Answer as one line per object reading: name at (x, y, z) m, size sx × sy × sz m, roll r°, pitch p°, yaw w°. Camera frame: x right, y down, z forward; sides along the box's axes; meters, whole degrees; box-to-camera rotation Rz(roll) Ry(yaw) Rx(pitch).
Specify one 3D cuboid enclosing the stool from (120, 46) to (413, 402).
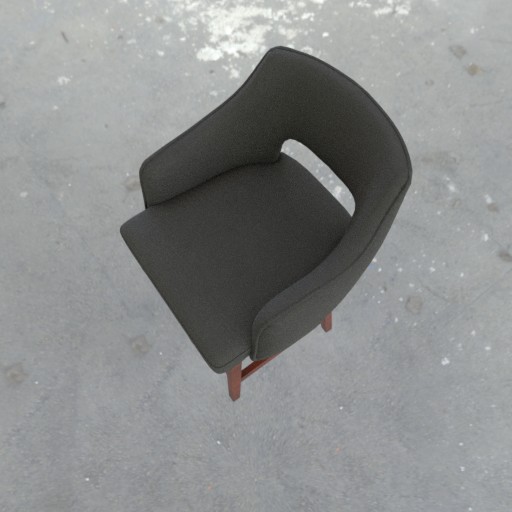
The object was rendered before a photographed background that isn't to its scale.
stool at (0.000, 0.000, 1.233) m, size 0.558 × 0.912 × 0.548 m, roll -33°, pitch 68°, yaw -15°
